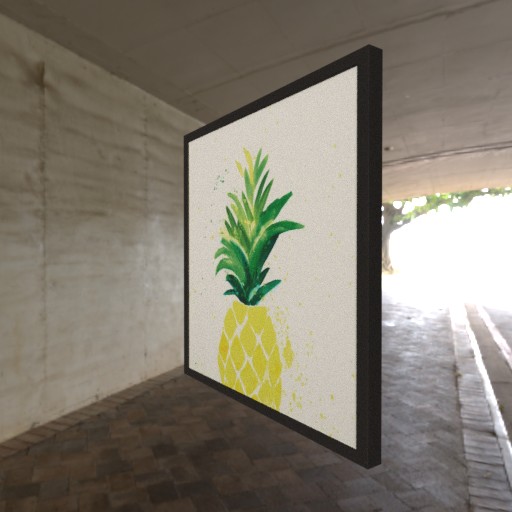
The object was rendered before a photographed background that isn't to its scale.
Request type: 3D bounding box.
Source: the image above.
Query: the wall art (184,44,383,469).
[{"bbox_3d":[0.000,0.000,1.116,0.037,0.760,0.762,0,1,-35],"label":"wall art"}]
